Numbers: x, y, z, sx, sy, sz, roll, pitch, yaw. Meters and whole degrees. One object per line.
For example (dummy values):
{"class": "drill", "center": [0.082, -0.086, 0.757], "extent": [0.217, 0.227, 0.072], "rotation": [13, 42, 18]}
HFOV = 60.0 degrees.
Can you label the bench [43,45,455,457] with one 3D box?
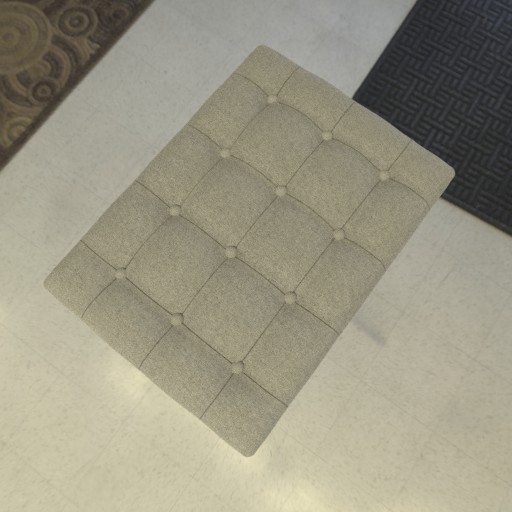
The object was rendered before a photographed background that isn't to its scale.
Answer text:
{"class": "bench", "center": [0.000, 0.000, 0.903], "extent": [0.417, 0.469, 0.572], "rotation": [37, 78, 9]}
